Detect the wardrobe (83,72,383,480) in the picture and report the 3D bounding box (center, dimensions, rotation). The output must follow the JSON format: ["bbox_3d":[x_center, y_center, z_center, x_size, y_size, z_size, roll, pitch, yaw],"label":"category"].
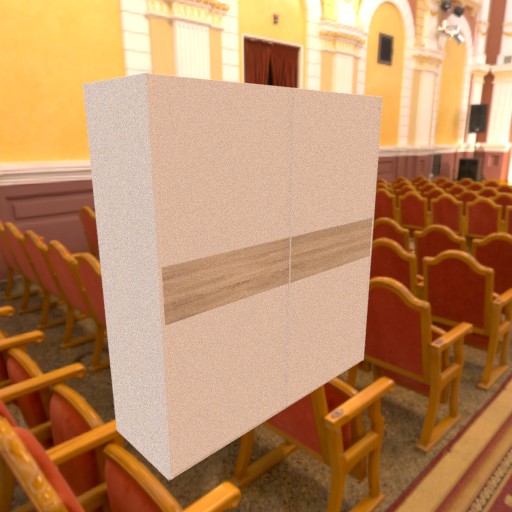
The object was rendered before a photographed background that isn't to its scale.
[{"bbox_3d":[0.000,0.000,2.891,1.830,2.020,0.600,-15,21,-42],"label":"wardrobe"}]
